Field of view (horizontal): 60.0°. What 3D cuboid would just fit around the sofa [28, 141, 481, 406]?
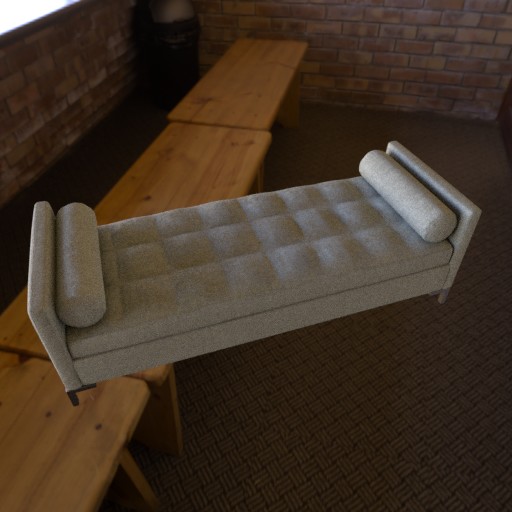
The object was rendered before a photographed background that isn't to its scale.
[{"bbox_3d":[0.000,0.000,2.395,2.102,0.657,0.797,-13,43,-14],"label":"sofa"}]
